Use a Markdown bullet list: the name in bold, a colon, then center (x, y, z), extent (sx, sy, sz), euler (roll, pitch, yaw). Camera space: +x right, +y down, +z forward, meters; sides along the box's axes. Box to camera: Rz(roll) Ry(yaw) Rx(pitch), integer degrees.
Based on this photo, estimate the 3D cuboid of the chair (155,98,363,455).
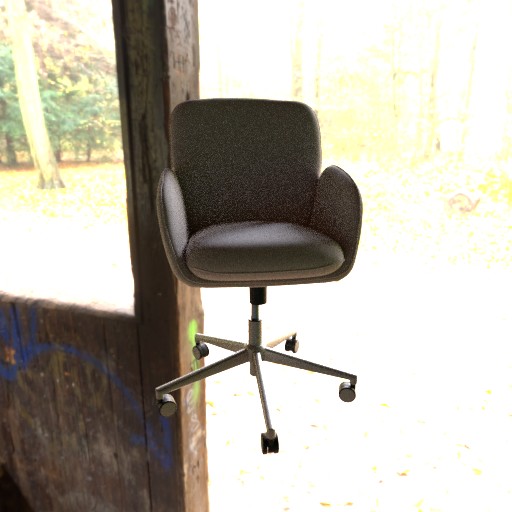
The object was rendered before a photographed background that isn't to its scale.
- **chair**: center (0.000, 0.000, 1.364), extent (0.648, 0.959, 0.633), euler (-2, 16, -7)
